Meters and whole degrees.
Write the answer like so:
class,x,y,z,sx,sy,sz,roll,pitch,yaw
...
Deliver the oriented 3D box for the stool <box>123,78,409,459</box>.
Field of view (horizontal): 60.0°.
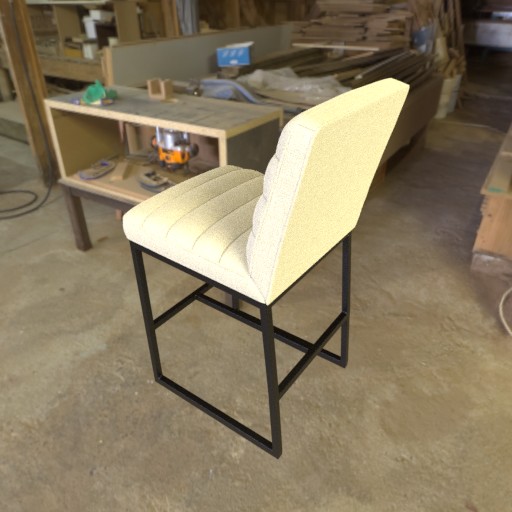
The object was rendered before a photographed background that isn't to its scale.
class,x,y,z,sx,sy,sz,roll,pitch,yaw
stool,0.000,0.000,1.243,0.560,0.940,0.460,21,37,30
